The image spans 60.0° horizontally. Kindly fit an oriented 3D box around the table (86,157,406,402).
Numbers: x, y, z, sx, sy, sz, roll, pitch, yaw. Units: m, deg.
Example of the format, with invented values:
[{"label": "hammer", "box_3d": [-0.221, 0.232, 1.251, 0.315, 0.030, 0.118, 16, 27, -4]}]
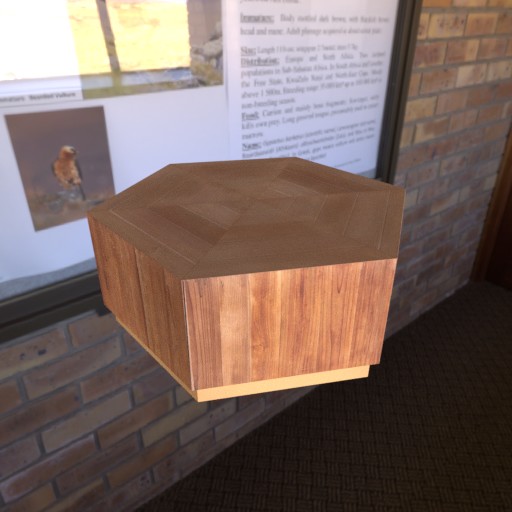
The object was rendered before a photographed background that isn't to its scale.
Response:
[{"label": "table", "box_3d": [0.000, 0.000, 1.683, 1.000, 0.456, 1.154, 9, 30, 16]}]
